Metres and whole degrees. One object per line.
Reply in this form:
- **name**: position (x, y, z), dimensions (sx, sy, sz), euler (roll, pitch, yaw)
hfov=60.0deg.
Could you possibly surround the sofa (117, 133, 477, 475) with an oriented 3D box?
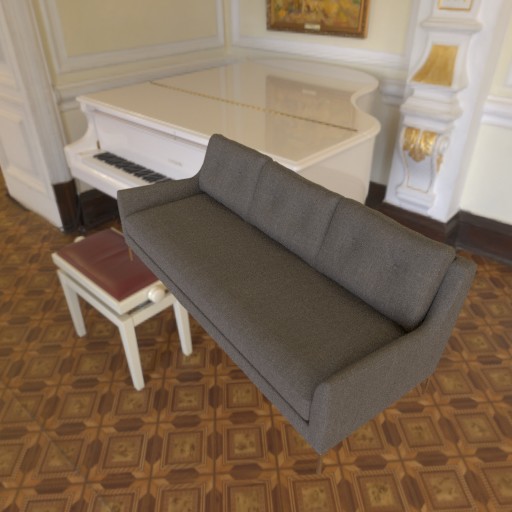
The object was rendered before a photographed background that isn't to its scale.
- **sofa**: position (0.000, 0.000, 2.525), dimensions (0.849, 0.837, 2.060), euler (-22, 39, -29)
